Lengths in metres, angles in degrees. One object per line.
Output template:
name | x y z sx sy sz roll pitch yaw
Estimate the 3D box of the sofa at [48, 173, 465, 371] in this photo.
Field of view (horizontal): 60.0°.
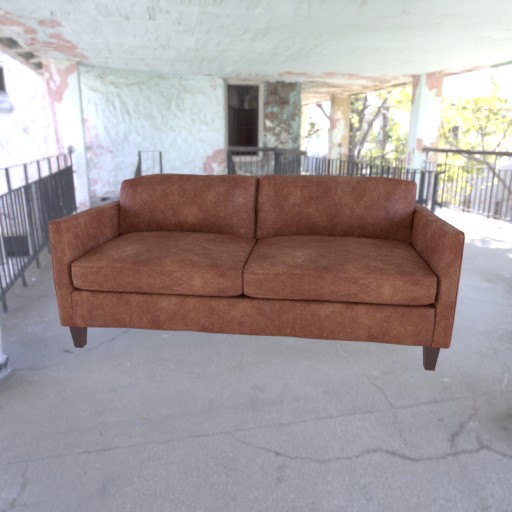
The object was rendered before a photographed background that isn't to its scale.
sofa | 0.000 0.000 2.502 1.971 0.863 0.923 2 15 7
